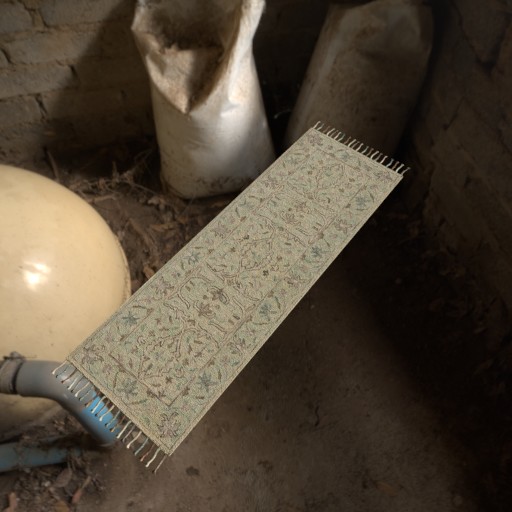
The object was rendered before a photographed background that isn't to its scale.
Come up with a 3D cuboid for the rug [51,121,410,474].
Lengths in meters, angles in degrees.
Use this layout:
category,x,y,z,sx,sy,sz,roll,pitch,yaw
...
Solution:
category,x,y,z,sx,sy,sz,roll,pitch,yaw
rug,0.000,0.000,2.670,0.769,0.013,2.440,34,64,19
